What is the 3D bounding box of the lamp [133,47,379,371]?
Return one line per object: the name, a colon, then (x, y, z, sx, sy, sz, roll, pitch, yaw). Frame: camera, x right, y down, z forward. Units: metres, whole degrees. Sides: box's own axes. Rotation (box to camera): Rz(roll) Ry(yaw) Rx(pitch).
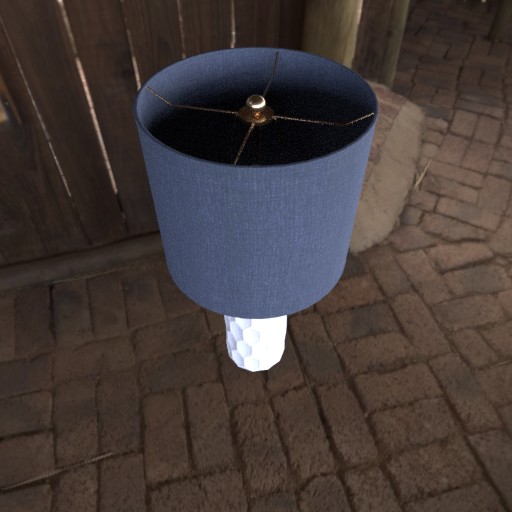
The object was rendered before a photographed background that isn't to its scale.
lamp: (0.000, 0.000, 0.703, 0.277, 0.537, 0.277, -30, 54, -25)
